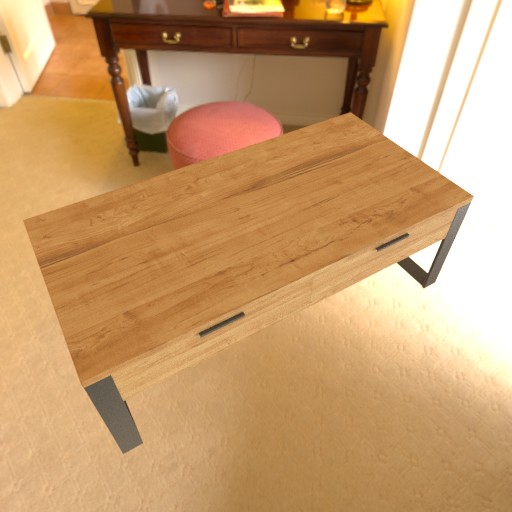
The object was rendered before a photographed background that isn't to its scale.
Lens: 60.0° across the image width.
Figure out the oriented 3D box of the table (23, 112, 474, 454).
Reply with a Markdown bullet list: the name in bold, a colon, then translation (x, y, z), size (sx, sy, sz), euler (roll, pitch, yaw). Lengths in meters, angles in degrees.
- **table**: translation (0.000, 0.000, 1.430), size (1.180, 0.400, 0.590), euler (-23, 51, -21)
